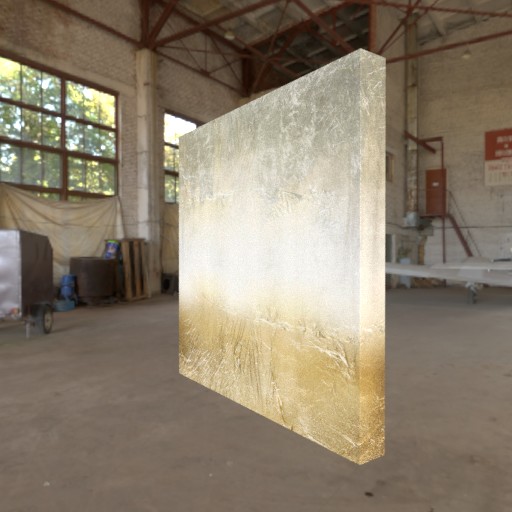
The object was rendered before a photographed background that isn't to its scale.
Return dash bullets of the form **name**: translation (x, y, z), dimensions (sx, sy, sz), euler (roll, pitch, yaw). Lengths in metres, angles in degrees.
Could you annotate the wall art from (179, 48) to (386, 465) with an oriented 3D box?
- **wall art**: translation (0.000, 0.000, 0.609), dimensions (0.038, 0.407, 0.405), euler (0, 1, -35)
